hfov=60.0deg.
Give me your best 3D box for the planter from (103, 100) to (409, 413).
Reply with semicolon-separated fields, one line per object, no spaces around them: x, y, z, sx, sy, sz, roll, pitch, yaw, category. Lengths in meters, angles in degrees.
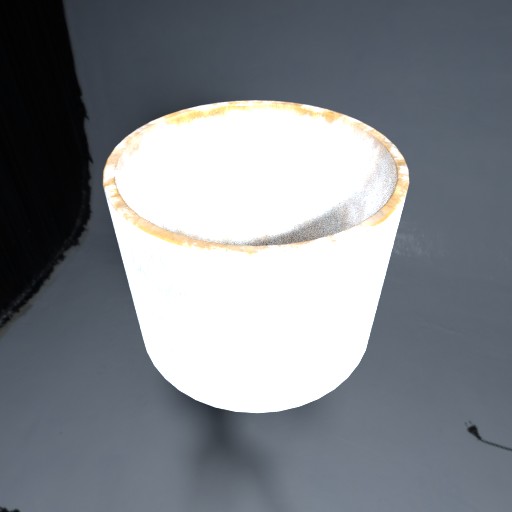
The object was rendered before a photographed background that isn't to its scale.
0.000;0.000;0.452;0.255;0.223;0.255;0;41;0;planter
